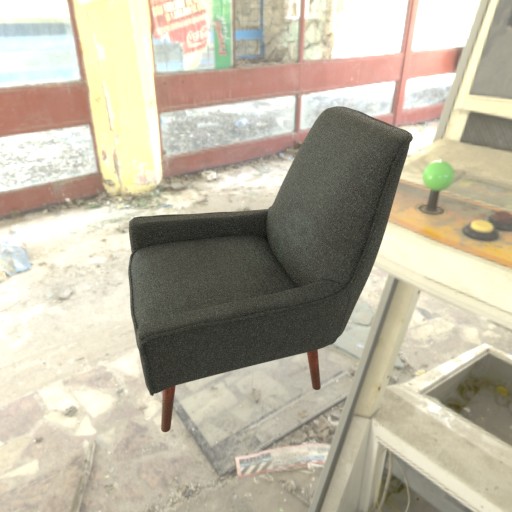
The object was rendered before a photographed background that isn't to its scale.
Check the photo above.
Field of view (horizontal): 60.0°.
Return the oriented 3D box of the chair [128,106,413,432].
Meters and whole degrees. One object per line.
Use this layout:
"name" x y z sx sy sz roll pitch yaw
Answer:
"chair" 0.000 0.000 1.517 0.859 0.883 0.763 -8 30 -14
